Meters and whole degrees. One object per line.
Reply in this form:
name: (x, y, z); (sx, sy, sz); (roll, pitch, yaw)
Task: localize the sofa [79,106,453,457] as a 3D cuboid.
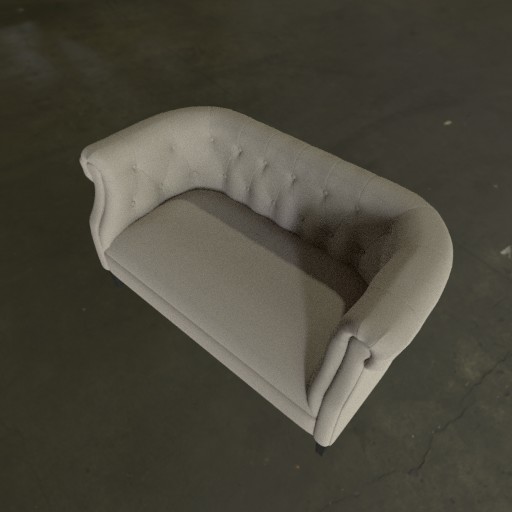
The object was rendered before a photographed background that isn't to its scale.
sofa: (0.000, 0.000, 2.013); (1.558, 0.827, 0.835); (32, 55, 27)
